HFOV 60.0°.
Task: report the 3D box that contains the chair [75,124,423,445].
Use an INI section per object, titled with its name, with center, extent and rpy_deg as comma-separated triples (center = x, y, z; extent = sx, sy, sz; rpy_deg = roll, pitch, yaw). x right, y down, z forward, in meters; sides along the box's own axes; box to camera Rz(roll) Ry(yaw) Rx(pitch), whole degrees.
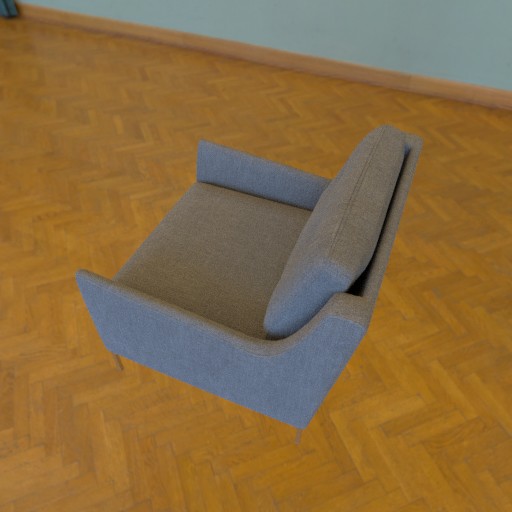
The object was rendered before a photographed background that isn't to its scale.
[chair]
center = 0.000, 0.000, 1.542
extent = 0.849, 0.828, 0.847
rpy_deg = 17, 49, 16
